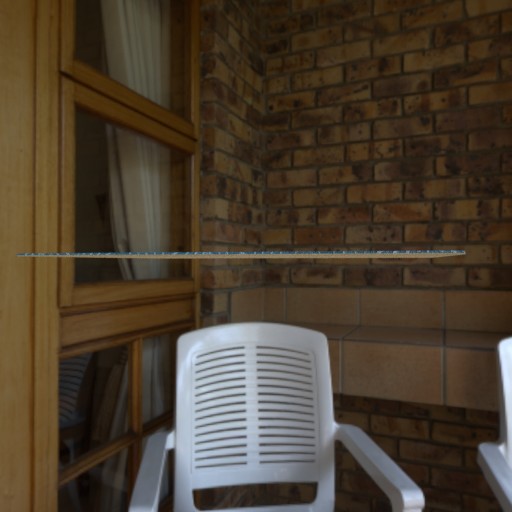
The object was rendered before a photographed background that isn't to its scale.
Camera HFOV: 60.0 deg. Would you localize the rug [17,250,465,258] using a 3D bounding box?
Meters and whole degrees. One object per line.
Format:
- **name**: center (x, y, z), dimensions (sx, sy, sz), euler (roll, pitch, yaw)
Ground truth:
- **rug**: center (0.000, 0.000, 2.739), dimensions (2.144, 0.015, 1.543), euler (0, -1, 17)
